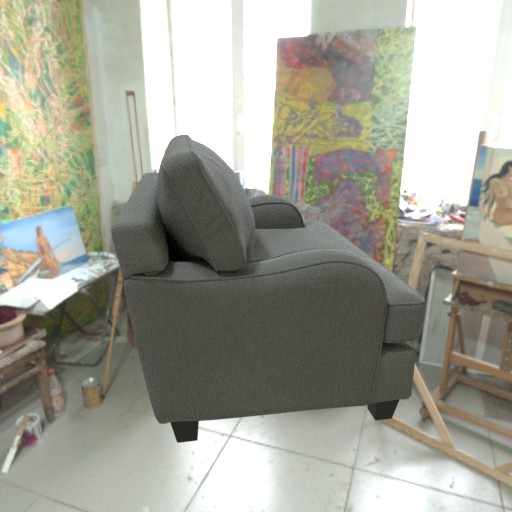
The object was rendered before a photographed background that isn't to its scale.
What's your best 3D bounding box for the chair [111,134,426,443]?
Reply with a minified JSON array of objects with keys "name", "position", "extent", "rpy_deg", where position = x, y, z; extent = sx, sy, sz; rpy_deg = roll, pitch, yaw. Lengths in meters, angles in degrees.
[{"name":"chair","position":[0.000,0.000,1.991],"extent":[1.041,1.016,1.220],"rpy_deg":[-3,18,-9]}]
